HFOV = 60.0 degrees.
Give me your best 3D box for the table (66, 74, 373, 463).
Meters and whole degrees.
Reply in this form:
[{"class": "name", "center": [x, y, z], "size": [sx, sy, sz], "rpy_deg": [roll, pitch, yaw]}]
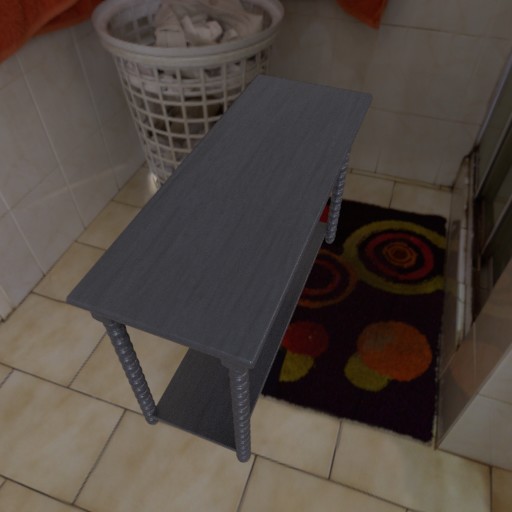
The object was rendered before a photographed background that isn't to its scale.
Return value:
[{"class": "table", "center": [0.000, 0.000, 1.564], "size": [0.459, 0.735, 1.184], "rpy_deg": [16, 49, 14]}]
